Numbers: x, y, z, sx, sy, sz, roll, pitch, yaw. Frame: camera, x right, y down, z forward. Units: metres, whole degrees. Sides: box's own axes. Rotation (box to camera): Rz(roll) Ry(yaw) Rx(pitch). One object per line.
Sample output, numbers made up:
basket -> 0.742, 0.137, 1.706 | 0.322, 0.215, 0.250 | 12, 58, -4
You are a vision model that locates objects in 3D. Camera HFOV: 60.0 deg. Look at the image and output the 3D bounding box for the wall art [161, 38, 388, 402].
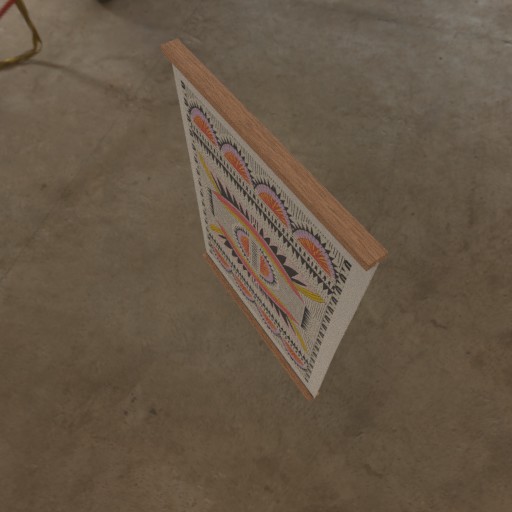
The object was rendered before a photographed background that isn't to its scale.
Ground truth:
wall art -> 0.000, 0.000, 0.821 | 0.028, 0.609, 0.456 | -31, 64, -17
